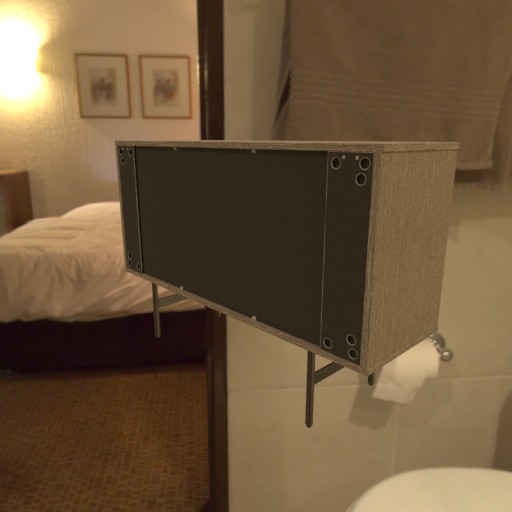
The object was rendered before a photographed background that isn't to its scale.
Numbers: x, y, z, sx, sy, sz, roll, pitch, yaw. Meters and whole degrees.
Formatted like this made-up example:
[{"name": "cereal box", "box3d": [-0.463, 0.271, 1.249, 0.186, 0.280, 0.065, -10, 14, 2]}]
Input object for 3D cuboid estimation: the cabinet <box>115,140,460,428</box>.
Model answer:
[{"name": "cabinet", "box3d": [0.000, 0.000, 1.569, 0.405, 0.787, 1.194, -14, 20, -42]}]
